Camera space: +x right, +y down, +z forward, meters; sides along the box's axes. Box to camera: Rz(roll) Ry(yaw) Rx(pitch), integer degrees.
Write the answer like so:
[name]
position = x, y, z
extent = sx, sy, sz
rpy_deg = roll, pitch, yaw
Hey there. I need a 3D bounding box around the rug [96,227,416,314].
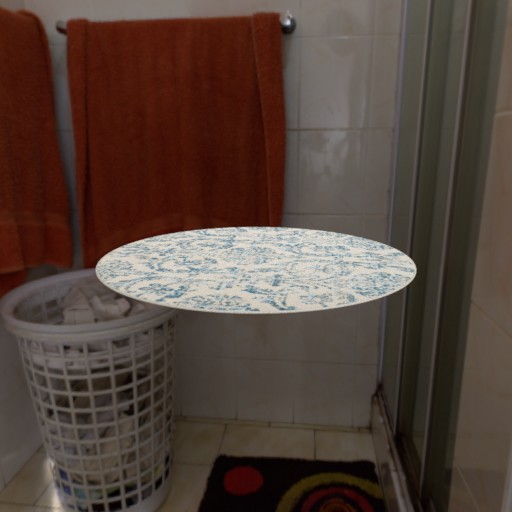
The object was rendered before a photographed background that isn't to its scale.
[rug]
position = 0.000, 0.000, 2.331
extent = 1.593, 0.012, 1.593
rpy_deg = 0, 15, 0
